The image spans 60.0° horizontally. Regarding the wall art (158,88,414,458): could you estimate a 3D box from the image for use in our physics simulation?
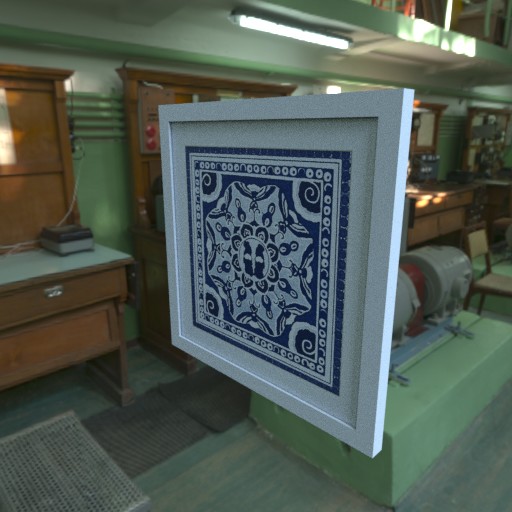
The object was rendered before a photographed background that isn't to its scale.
[{"bbox_3d":[0.000,0.000,0.837,0.028,0.559,0.559,-15,22,-43],"label":"wall art"}]
